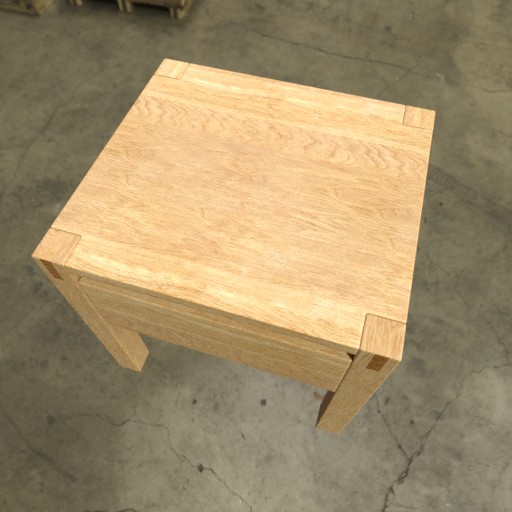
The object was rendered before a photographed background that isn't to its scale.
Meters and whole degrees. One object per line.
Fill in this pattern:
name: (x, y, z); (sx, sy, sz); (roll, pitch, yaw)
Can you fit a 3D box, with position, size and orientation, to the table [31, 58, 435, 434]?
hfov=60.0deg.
table: (0.000, 0.000, 0.841); (0.480, 0.450, 0.440); (15, 59, 9)
